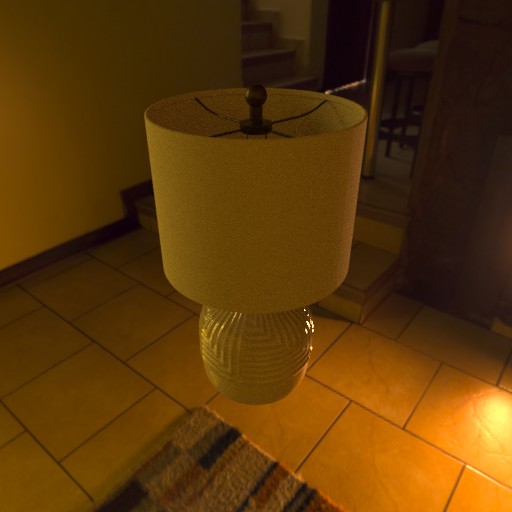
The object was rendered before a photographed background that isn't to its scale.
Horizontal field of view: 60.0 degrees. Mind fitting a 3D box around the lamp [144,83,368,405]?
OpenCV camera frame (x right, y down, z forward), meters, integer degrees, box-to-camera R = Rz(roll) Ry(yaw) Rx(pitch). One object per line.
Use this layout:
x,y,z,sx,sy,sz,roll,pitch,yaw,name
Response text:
0.000,0.000,0.772,0.318,0.567,0.318,0,31,0,lamp
